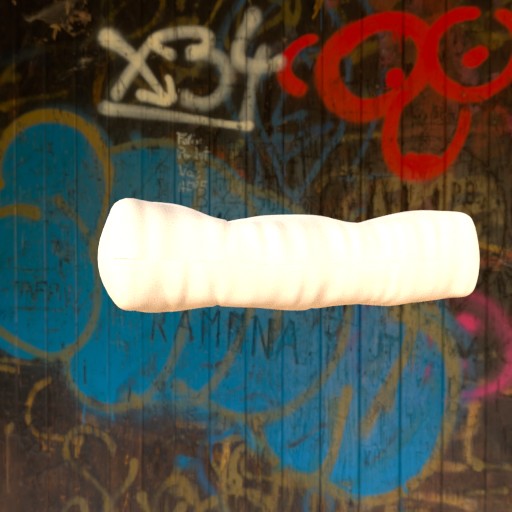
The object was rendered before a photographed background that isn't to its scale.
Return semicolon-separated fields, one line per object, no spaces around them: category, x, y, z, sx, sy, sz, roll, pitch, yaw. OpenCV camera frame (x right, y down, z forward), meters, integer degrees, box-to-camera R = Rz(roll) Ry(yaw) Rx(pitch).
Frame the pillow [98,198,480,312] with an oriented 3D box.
pillow;0.000;0.000;0.717;0.468;0.128;0.490;0;1;-17
